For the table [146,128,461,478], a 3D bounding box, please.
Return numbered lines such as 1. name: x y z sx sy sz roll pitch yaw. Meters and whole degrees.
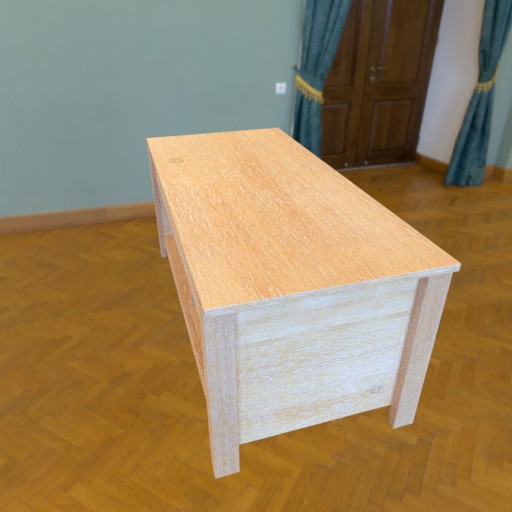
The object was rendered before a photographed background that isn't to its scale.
1. table: 0.000 0.000 1.292 0.483 0.457 1.016 -9 32 -15
